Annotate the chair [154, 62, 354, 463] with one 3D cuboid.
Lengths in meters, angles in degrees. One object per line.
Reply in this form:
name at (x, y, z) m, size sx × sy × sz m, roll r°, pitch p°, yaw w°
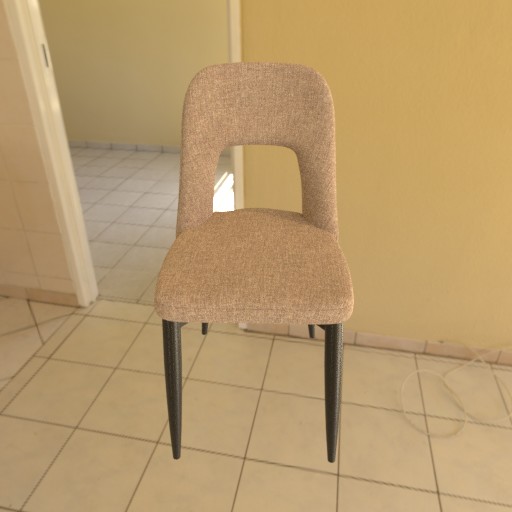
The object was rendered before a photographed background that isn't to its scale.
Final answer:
chair at (0.000, 0.000, 1.224) m, size 0.470 × 0.931 × 0.612 m, roll 1°, pitch 29°, yaw 1°
